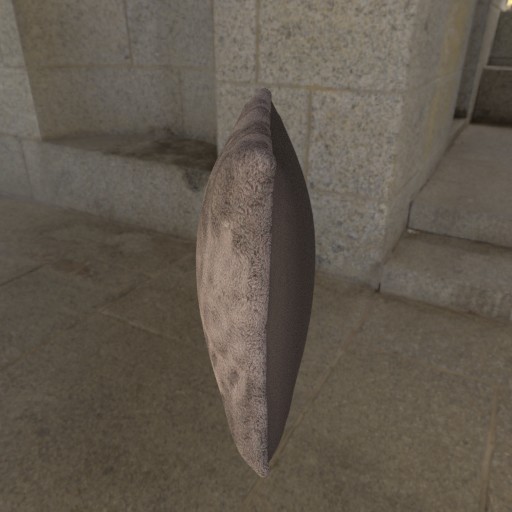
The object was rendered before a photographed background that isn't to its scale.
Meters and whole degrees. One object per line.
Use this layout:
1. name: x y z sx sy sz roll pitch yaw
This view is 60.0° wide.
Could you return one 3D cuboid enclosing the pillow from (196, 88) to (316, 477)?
1. pillow: 0.000 0.000 0.799 0.204 0.520 0.522 0 27 1
